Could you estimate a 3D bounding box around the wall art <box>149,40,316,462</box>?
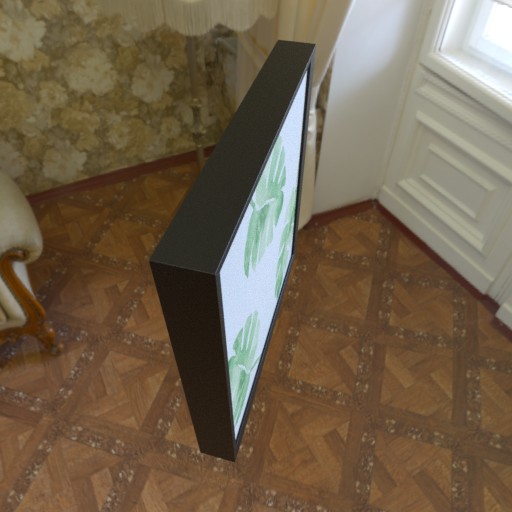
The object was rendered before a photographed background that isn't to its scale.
[{"bbox_3d":[0.000,0.000,0.449,0.038,0.304,0.304,11,49,10],"label":"wall art"}]
